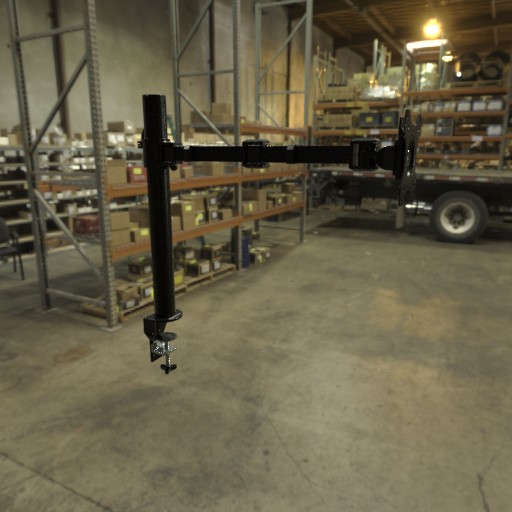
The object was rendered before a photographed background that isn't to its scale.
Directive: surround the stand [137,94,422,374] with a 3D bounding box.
[{"bbox_3d":[0.000,0.000,0.716,0.456,0.510,0.115,7,16,27],"label":"stand"}]
